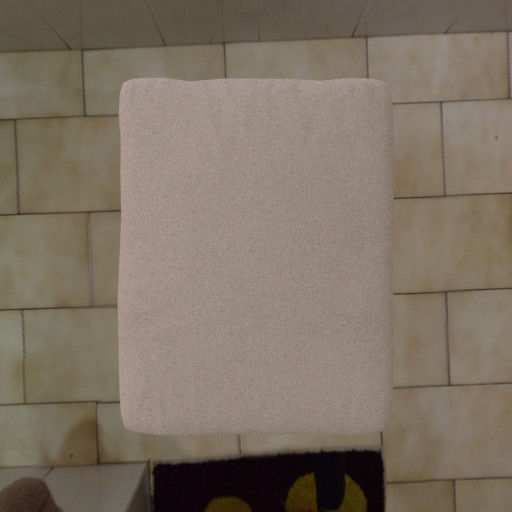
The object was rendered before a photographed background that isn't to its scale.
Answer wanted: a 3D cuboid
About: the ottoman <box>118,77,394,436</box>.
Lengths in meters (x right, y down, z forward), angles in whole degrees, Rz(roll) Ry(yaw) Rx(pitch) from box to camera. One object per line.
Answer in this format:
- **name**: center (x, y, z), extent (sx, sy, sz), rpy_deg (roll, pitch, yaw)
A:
- **ottoman**: center (0.000, 0.000, 1.297), extent (0.692, 0.511, 0.902), rpy_deg (0, 90, 0)
